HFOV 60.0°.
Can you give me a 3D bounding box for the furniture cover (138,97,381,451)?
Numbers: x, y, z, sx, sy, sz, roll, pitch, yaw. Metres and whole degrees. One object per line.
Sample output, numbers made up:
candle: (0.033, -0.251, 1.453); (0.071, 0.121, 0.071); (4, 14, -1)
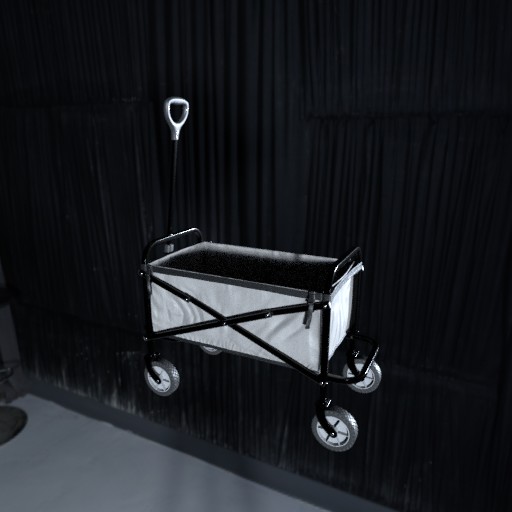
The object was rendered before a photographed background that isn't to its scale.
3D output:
furniture cover: (0.000, 0.000, 1.879); (1.038, 1.295, 0.532); (8, 18, 25)
